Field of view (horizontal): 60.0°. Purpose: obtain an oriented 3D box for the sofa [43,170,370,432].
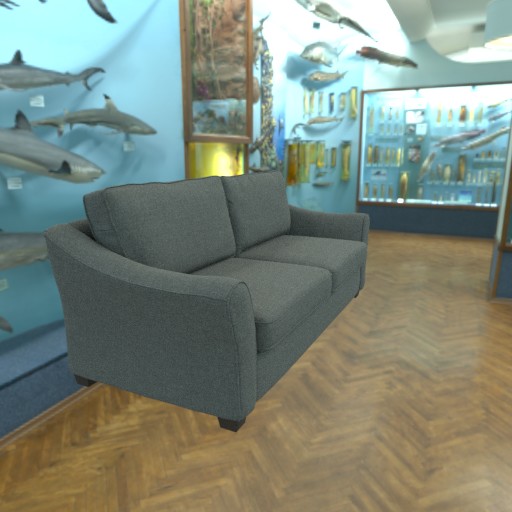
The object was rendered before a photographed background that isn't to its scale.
[{"bbox_3d":[0.000,0.000,2.739,1.013,0.976,2.203,7,15,26],"label":"sofa"}]
